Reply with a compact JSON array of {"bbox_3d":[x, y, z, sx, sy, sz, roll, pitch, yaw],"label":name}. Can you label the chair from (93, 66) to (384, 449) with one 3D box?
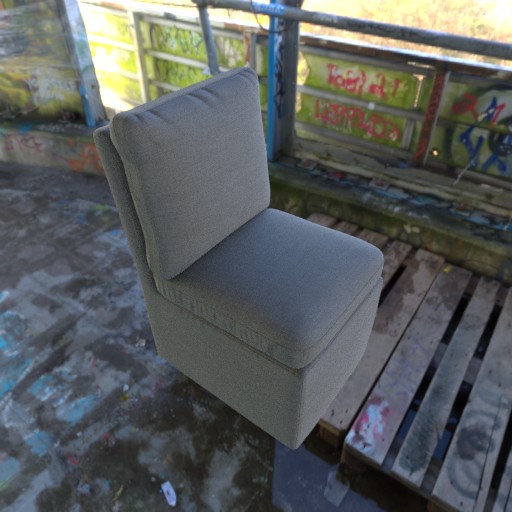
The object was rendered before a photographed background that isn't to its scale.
[{"bbox_3d":[0.000,0.000,1.352,0.698,0.927,0.503,26,46,28],"label":"chair"}]
